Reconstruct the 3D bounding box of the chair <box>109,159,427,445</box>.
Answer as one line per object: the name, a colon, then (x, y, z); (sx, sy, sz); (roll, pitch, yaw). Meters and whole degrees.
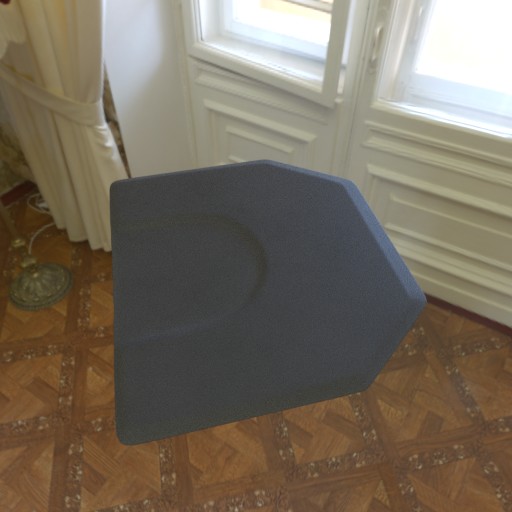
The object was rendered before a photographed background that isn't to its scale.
chair: (0.000, 0.000, 1.913); (1.219, 0.024, 1.372); (-10, 48, -9)
